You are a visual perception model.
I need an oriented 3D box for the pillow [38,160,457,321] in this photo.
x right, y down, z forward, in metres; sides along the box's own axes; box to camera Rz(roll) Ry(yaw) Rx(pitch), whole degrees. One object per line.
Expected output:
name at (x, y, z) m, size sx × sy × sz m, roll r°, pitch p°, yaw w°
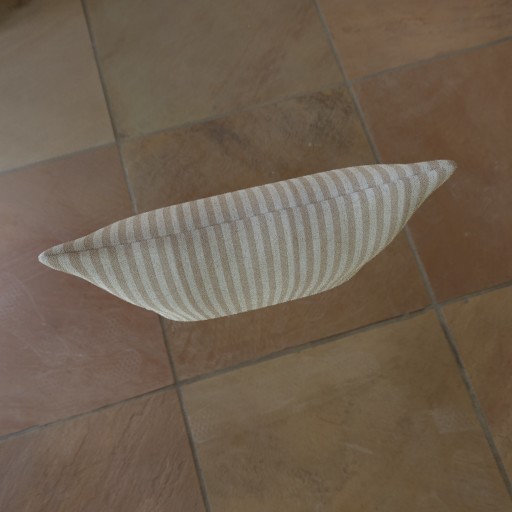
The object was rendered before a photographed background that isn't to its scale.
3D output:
pillow at (0.000, 0.000, 0.775) m, size 0.523 × 0.510 × 0.166 m, roll -13°, pitch 76°, yaw -3°
